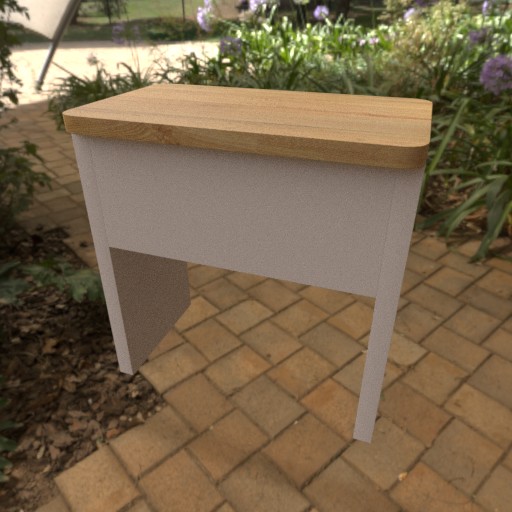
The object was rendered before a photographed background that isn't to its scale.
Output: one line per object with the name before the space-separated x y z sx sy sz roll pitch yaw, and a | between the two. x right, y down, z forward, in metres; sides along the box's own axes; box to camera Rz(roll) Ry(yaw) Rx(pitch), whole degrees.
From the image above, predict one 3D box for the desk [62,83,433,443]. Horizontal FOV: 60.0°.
desk | 0.000 0.000 1.211 0.760 0.790 0.440 10 31 17
